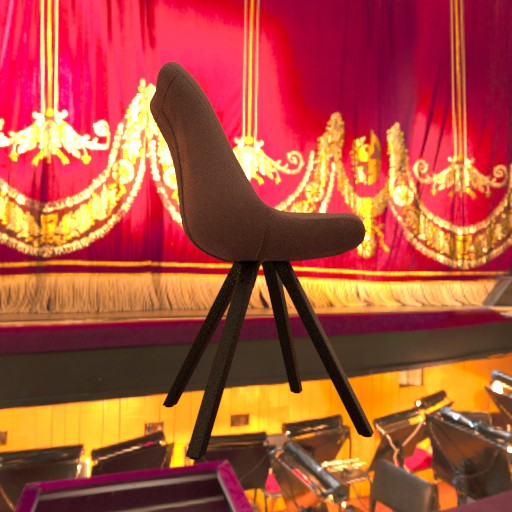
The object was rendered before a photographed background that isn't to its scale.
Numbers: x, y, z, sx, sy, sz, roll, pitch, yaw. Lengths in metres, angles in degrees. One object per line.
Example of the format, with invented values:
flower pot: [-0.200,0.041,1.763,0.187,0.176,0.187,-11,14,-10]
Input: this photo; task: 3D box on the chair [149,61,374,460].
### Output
chair: [0.000,0.000,1.190,0.547,0.865,0.483,1,-2,-19]
